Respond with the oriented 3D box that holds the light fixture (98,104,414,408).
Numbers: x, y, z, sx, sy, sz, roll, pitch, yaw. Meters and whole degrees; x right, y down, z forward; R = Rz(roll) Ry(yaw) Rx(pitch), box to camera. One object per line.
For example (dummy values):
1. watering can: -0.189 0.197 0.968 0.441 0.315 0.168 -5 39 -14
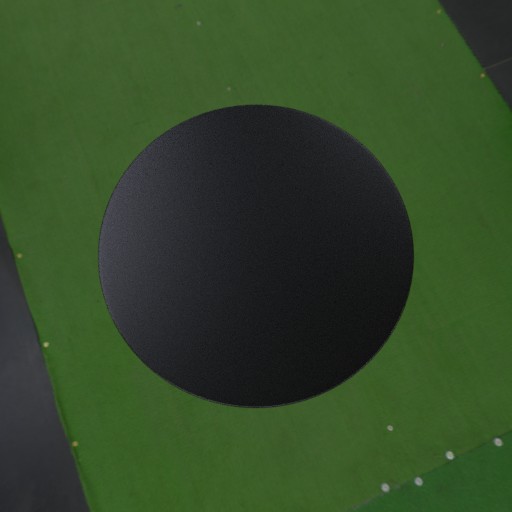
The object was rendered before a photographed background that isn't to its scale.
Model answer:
1. light fixture: 0.000 0.000 0.439 0.283 0.097 0.283 0 75 0
